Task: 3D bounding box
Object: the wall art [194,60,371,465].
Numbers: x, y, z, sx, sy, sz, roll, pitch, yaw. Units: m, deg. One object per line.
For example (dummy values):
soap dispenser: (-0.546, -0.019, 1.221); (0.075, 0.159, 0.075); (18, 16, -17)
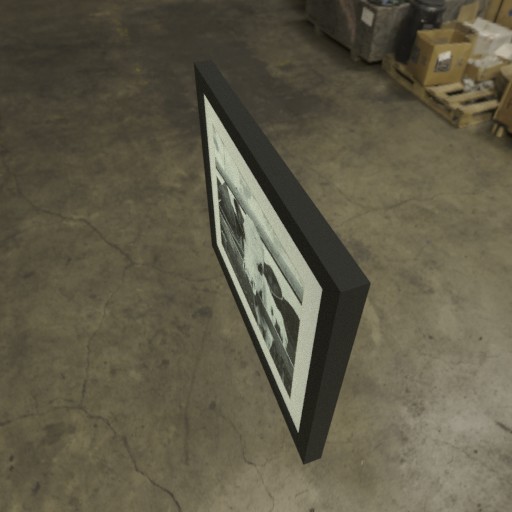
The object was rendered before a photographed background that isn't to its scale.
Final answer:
wall art: (0.000, 0.000, 0.555); (0.024, 0.329, 0.404); (-15, 48, -14)
